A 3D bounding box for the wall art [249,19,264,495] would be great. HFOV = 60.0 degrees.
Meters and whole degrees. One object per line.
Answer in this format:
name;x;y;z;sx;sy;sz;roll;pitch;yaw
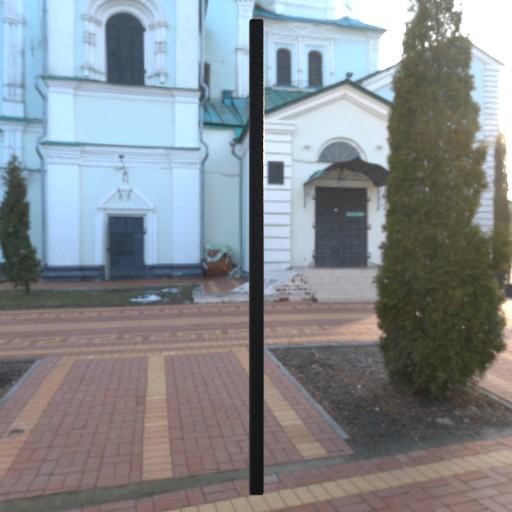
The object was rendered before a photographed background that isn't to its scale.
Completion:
wall art;0.000;0.000;0.781;0.018;0.582;0.481;0;1;0
